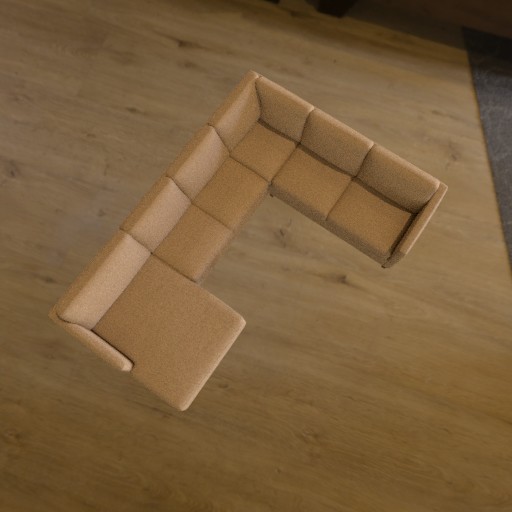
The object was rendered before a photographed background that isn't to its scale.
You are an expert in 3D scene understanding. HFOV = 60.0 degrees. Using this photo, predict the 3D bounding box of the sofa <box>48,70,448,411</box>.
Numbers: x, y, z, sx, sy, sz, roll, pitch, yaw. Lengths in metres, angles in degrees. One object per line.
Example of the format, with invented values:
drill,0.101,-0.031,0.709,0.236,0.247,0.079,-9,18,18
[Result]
sofa,0.000,0.000,4.623,2.551,0.889,3.403,34,77,9
